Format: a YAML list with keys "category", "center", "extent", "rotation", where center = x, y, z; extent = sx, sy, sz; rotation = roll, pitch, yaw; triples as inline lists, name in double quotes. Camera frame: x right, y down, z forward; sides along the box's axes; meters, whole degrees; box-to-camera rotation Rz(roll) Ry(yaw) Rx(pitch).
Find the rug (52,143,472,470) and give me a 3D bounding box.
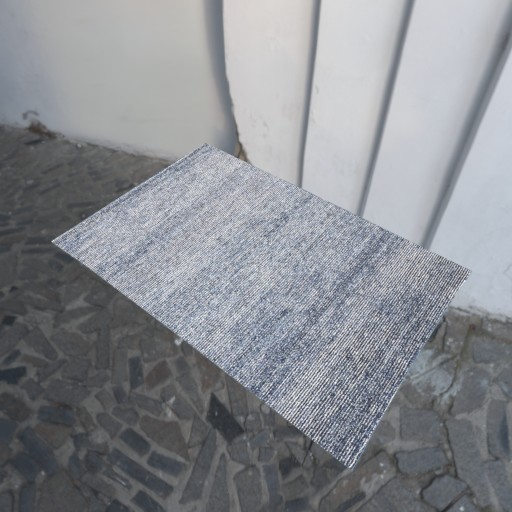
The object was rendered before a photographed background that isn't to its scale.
- category: "rug"
  center: [0.000, 0.000, 2.165]
  extent: [1.740, 0.010, 1.135]
  rotation: [31, 54, 25]
